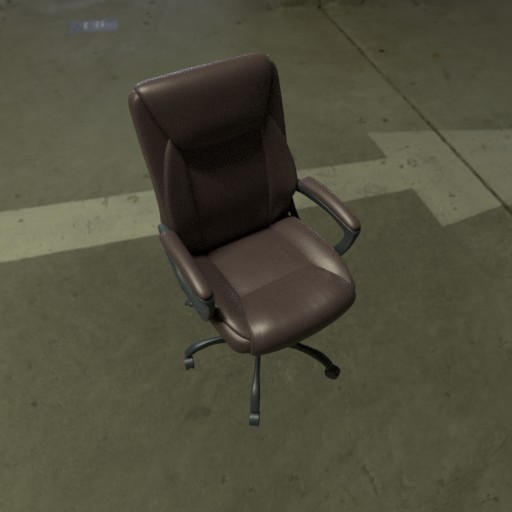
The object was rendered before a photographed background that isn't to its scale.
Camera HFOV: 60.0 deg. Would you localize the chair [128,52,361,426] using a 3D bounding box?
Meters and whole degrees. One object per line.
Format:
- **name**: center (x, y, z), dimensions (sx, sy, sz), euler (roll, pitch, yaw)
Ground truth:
- **chair**: center (0.000, 0.000, 1.476), dimensions (0.615, 1.072, 0.655), euler (-24, 51, -21)
